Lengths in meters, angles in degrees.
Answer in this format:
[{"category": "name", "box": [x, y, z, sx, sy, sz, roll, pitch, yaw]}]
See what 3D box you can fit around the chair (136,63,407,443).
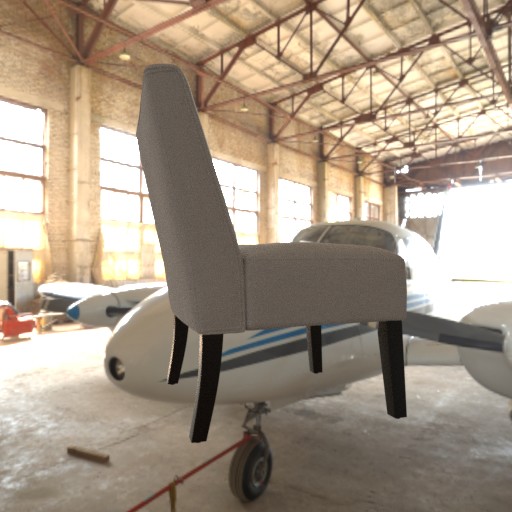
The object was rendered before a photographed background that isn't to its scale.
[{"category": "chair", "box": [0.000, 0.000, 1.314, 0.676, 0.853, 0.569, 0, -1, -17]}]
